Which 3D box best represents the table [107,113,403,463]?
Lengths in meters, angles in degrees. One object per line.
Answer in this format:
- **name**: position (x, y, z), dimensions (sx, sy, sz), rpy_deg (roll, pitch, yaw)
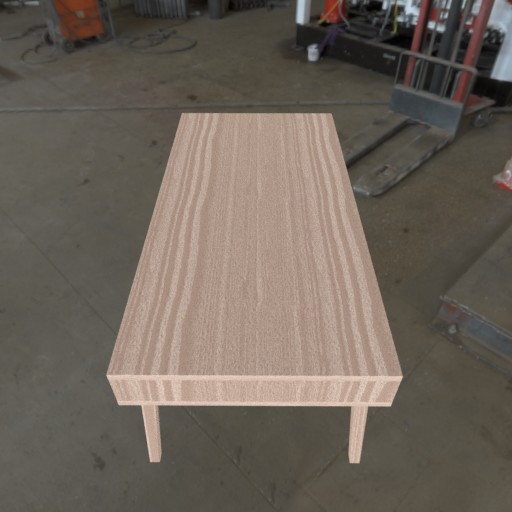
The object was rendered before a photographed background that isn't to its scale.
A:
- **table**: position (0.000, 0.000, 1.487), dimensions (0.600, 0.450, 1.200), rpy_deg (0, 43, 0)
